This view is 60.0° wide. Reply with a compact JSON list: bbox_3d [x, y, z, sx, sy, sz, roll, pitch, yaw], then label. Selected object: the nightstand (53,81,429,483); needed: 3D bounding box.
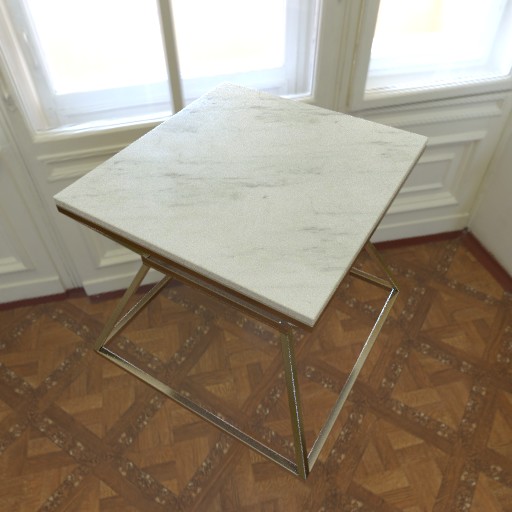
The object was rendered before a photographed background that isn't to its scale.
[{"bbox_3d":[0.000,0.000,0.874,0.514,0.426,0.513,23,50,21],"label":"nightstand"}]
